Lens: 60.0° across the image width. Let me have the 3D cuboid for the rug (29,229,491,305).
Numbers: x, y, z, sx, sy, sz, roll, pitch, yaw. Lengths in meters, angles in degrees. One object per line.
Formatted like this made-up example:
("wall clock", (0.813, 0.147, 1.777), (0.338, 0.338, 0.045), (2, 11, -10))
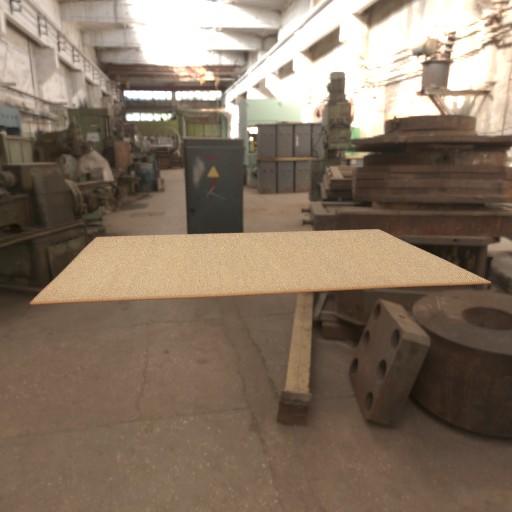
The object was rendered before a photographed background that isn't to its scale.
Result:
("rug", (0.000, 0.000, 2.096), (1.678, 0.013, 1.078), (-2, 15, -8))
